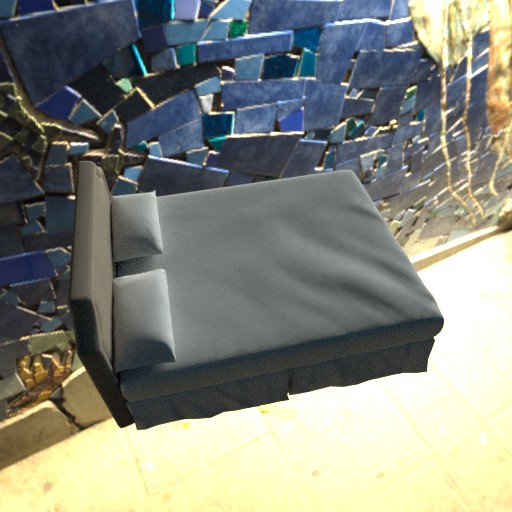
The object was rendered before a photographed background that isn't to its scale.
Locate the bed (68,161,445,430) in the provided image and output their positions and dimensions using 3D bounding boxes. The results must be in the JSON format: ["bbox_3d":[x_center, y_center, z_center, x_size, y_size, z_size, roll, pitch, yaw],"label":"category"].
[{"bbox_3d":[0.000,0.000,3.585,2.498,1.293,1.977,-10,48,-9],"label":"bed"}]
